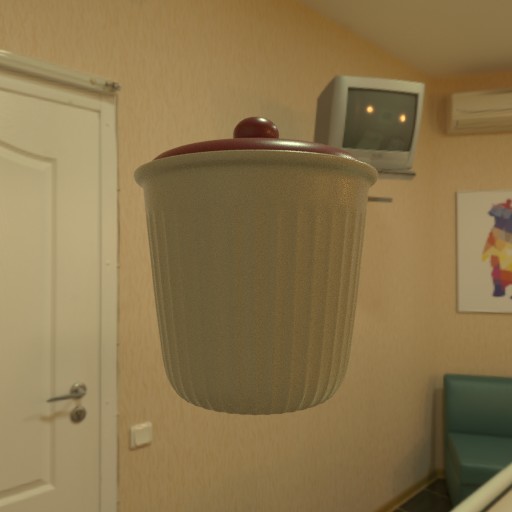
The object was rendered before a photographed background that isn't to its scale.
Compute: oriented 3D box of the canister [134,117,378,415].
[{"bbox_3d":[0.000,0.000,0.339,0.181,0.211,0.181,0,-1,0],"label":"canister"}]
